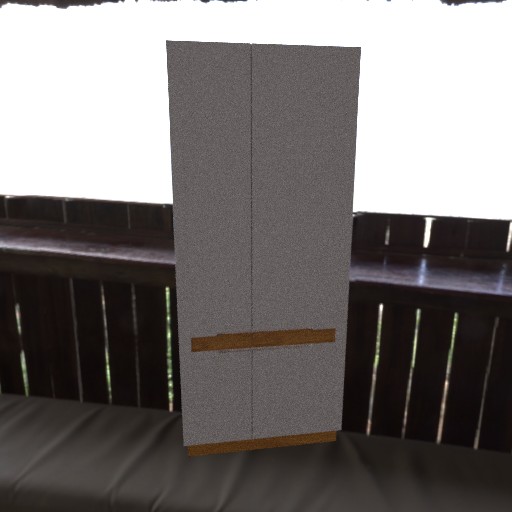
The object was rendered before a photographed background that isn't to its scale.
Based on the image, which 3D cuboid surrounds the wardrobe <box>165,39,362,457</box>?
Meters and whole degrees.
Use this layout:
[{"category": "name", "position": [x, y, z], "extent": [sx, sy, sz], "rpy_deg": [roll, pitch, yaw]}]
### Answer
[{"category": "wardrobe", "position": [0.000, 0.000, 2.445], "extent": [0.860, 2.040, 0.600], "rpy_deg": [-2, 14, -9]}]
